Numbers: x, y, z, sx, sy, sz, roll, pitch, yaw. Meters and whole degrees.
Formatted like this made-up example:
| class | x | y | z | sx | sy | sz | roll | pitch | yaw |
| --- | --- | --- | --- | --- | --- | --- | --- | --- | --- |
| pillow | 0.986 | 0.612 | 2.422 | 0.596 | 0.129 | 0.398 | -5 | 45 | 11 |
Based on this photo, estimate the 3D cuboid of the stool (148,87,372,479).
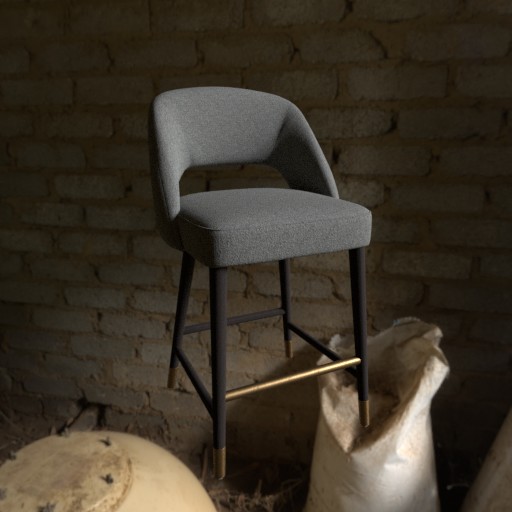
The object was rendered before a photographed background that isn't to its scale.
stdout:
| class | x | y | z | sx | sy | sz | roll | pitch | yaw |
| --- | --- | --- | --- | --- | --- | --- | --- | --- | --- |
| stool | 0.000 | 0.000 | 1.248 | 0.536 | 0.925 | 0.524 | -8 | 18 | -25 |
